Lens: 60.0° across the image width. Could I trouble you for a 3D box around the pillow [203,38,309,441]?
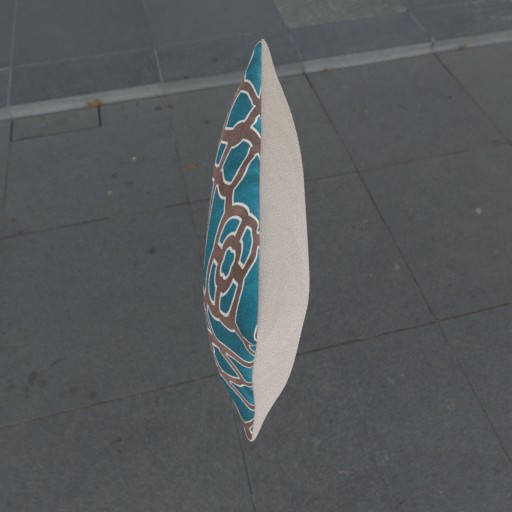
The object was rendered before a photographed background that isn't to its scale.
[{"bbox_3d":[0.000,0.000,0.788,0.166,0.507,0.526,1,57,0],"label":"pillow"}]
